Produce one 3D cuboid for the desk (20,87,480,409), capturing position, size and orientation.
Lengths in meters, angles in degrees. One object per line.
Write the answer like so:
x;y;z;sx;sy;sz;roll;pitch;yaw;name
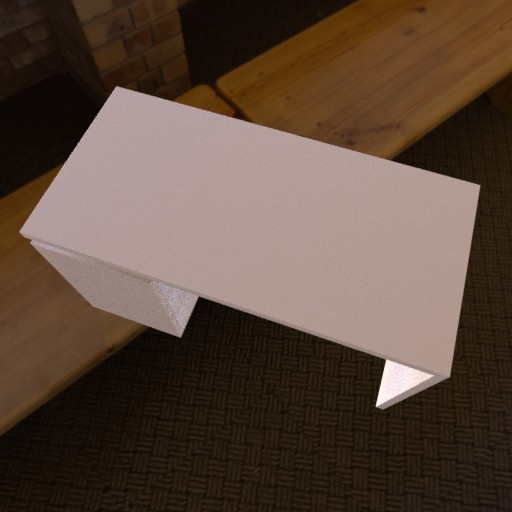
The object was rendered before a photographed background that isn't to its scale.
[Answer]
0.000;0.000;1.823;1.400;0.740;0.690;18;65;8;desk
